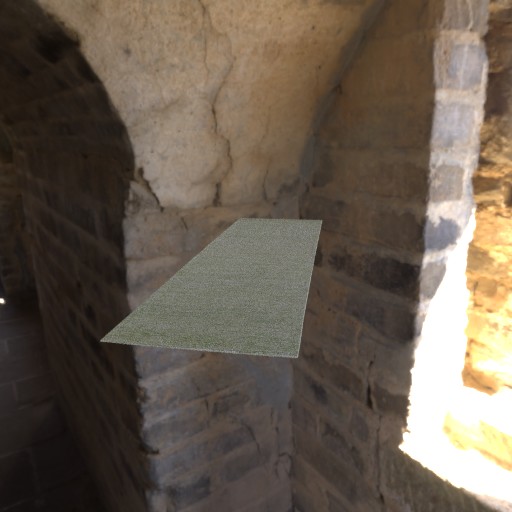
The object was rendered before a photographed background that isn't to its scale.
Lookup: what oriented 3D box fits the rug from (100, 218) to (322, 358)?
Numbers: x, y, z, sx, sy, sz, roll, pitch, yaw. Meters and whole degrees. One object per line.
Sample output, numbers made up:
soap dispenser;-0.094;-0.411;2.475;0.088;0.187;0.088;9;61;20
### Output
rug;0.000;0.000;2.580;0.686;0.013;2.340;3;16;10
